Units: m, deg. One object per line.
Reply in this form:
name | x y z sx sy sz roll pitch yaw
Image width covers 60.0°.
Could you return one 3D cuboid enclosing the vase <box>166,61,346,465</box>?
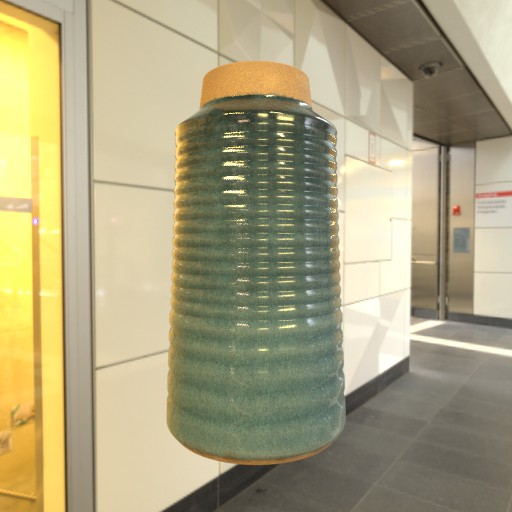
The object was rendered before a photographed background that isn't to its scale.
vase | 0.000 0.000 0.407 0.163 0.316 0.163 0 2 0
